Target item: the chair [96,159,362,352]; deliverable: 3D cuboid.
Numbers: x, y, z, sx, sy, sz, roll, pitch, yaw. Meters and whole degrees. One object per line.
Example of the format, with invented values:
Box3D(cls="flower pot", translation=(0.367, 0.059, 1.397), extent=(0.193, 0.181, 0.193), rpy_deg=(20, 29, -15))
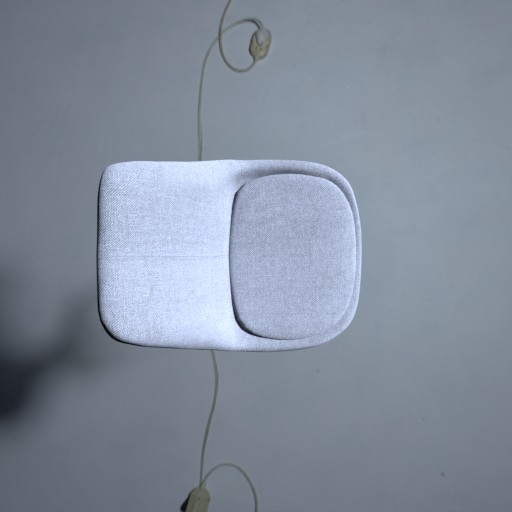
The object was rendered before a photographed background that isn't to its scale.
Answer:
Box3D(cls="chair", translation=(0.000, 0.000, 1.180), extent=(0.550, 0.850, 0.485), rpy_deg=(0, 90, 1))
